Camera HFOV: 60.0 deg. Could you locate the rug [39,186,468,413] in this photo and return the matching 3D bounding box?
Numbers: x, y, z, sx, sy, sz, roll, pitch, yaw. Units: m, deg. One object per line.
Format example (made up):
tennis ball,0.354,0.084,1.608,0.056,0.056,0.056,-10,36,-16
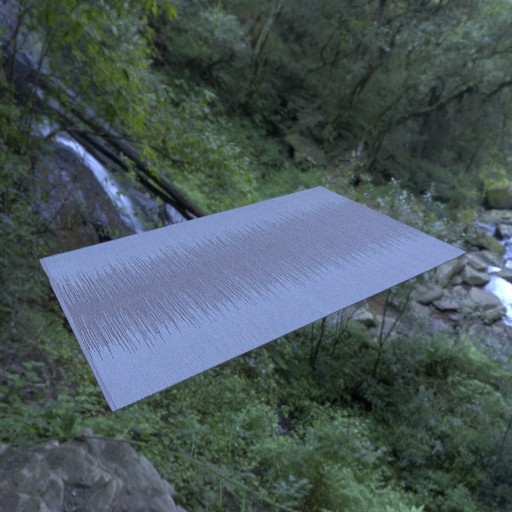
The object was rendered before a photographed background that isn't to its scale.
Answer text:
rug,0.000,0.000,2.964,2.440,0.012,1.522,-18,34,-29
